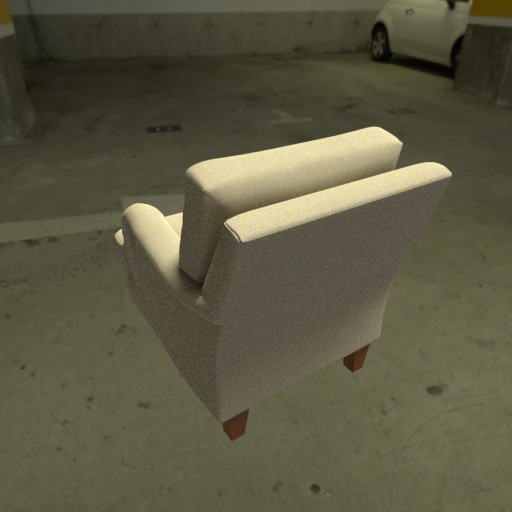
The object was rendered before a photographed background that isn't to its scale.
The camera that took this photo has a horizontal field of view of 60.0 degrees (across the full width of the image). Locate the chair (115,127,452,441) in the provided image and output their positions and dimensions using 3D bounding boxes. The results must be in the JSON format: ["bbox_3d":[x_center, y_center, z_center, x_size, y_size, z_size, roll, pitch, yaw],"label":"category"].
[{"bbox_3d":[0.000,0.000,1.847,0.895,1.076,1.078,-19,35,-29],"label":"chair"}]
